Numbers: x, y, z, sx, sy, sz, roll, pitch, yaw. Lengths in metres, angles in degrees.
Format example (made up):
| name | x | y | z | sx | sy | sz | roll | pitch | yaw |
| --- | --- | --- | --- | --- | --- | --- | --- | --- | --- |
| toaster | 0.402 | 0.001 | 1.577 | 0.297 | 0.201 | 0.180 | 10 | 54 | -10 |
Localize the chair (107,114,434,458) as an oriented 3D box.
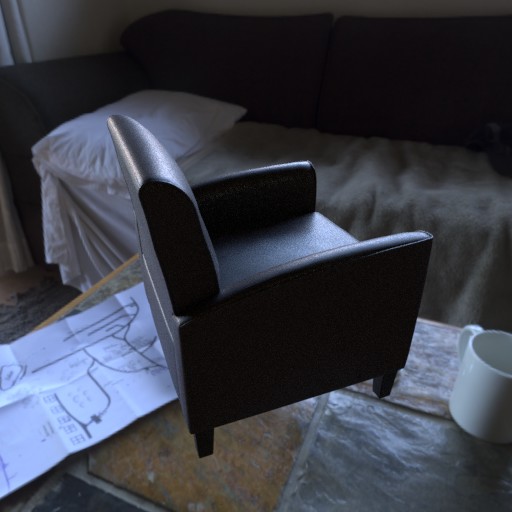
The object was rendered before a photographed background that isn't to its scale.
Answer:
| name | x | y | z | sx | sy | sz | roll | pitch | yaw |
| --- | --- | --- | --- | --- | --- | --- | --- | --- | --- |
| chair | 0.000 | 0.000 | 1.563 | 0.819 | 0.916 | 0.820 | -11 | 31 | -19 |
